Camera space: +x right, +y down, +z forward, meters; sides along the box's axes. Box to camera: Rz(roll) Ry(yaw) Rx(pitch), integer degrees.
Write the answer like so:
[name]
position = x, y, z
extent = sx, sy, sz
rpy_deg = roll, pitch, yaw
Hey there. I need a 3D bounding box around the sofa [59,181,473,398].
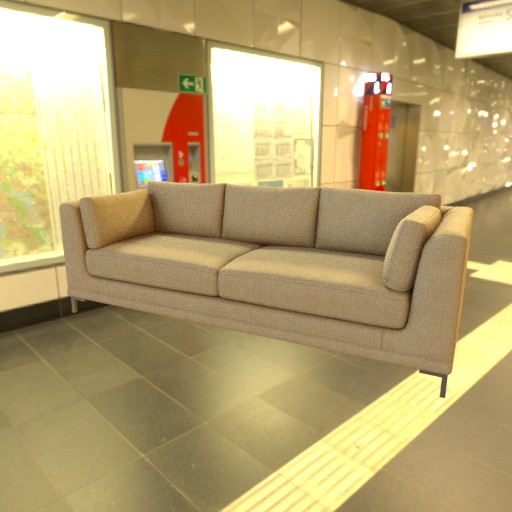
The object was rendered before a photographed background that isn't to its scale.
[sofa]
position = 0.000, 0.000, 2.822
extent = 2.415, 0.867, 0.969
rpy_deg = 7, 16, 26
